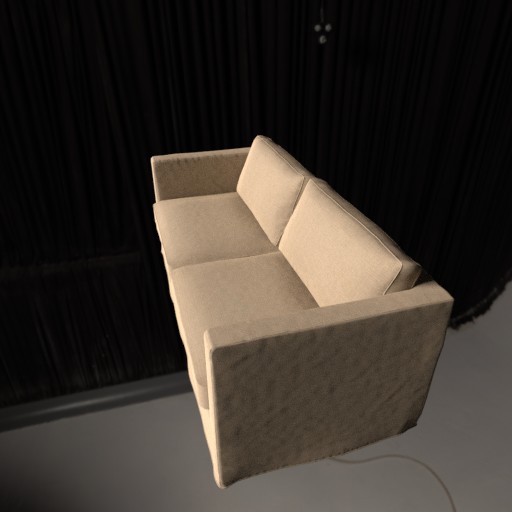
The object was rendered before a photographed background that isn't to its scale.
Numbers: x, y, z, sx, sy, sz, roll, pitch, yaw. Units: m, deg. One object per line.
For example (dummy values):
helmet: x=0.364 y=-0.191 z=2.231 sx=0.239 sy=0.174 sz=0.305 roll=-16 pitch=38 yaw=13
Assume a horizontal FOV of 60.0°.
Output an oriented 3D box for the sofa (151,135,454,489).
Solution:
sofa: x=0.000 y=0.000 z=2.438 sx=0.956 sy=0.847 sz=1.987 roll=-9 pitch=32 yaw=-14
